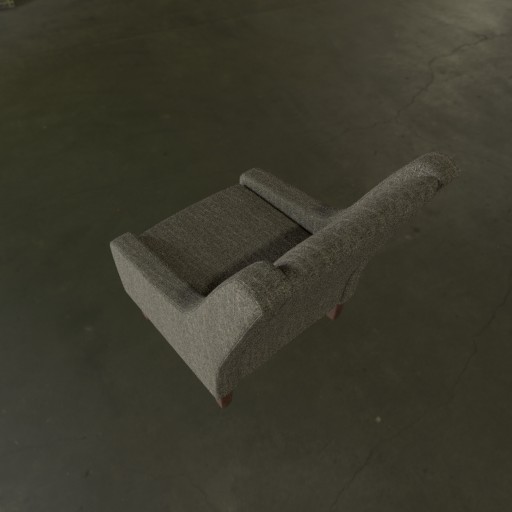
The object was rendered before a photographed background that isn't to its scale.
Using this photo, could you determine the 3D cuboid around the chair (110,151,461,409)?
[{"bbox_3d":[0.000,0.000,1.702,0.793,1.012,0.944,-32,55,-27],"label":"chair"}]
